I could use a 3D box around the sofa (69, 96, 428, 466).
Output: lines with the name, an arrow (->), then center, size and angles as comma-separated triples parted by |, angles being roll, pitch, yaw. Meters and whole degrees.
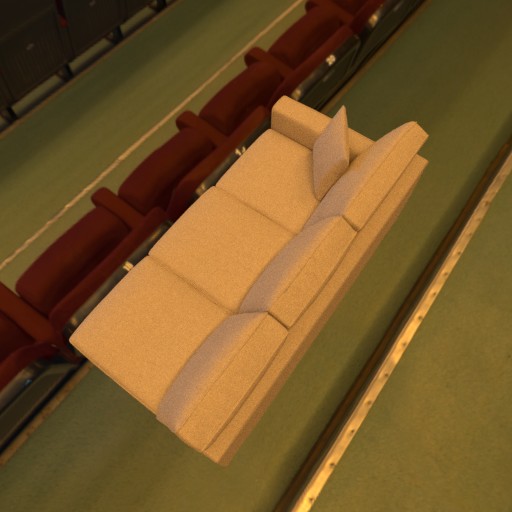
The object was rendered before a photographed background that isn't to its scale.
sofa -> 0.000, 0.000, 2.509 | 1.034, 0.946, 1.962 | 33, 68, 15
